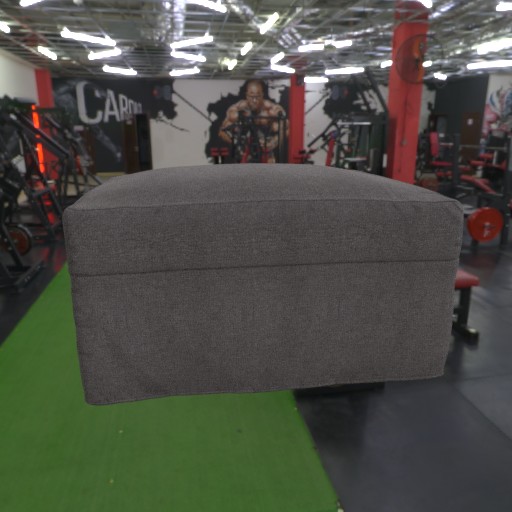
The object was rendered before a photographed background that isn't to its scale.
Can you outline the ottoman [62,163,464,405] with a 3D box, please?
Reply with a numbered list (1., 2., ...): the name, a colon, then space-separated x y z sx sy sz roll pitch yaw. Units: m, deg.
1. ottoman: 0.000 0.000 1.231 0.833 0.492 0.652 -2 17 -7
